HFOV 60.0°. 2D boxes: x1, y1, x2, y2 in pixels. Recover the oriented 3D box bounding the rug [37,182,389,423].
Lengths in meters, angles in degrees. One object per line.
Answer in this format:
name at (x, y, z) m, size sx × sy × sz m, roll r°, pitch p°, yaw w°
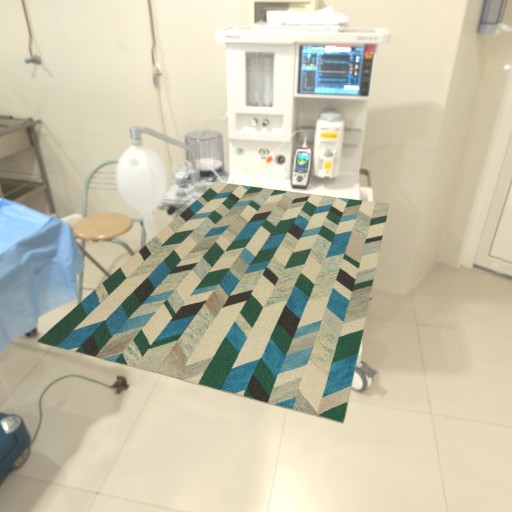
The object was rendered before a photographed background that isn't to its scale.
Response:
rug at (0.000, 0.000, 2.330) m, size 1.229 × 0.005 × 1.827 m, roll 10°, pitch 32°, yaw 16°
